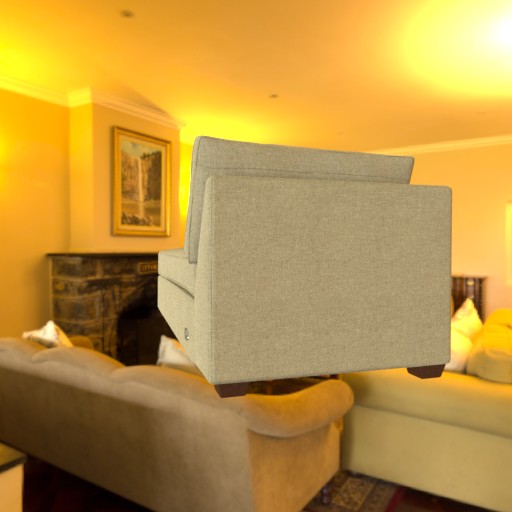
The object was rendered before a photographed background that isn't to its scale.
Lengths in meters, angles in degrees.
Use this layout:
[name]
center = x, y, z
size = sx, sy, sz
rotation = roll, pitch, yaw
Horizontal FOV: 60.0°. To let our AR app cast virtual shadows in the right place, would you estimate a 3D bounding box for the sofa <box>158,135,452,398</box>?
[sofa]
center = 0.000, 0.000, 2.800
size = 1.110, 1.019, 2.238
rotation = 0, 1, -17
